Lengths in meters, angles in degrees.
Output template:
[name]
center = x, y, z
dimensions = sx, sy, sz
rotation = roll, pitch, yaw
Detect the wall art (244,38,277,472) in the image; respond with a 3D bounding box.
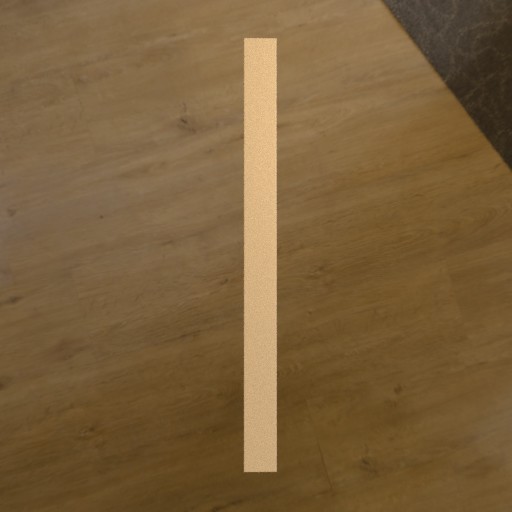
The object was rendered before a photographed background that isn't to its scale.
[wall art]
center = 0.000, 0.000, 0.772
dimensions = 0.038, 0.508, 0.507
rotation = 0, 90, -1
